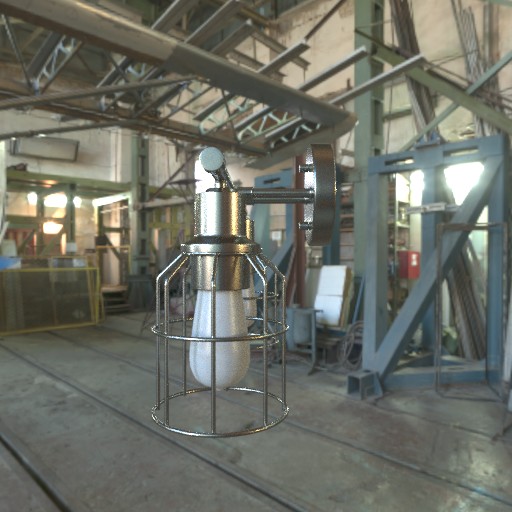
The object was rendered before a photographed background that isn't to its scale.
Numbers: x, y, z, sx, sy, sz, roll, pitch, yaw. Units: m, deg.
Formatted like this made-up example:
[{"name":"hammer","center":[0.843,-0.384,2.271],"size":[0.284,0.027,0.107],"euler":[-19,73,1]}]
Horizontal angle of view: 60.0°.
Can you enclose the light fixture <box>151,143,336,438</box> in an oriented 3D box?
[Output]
[{"name":"light fixture","center":[0.000,0.000,0.509],"size":[0.165,0.254,0.406],"euler":[0,0,1]}]
